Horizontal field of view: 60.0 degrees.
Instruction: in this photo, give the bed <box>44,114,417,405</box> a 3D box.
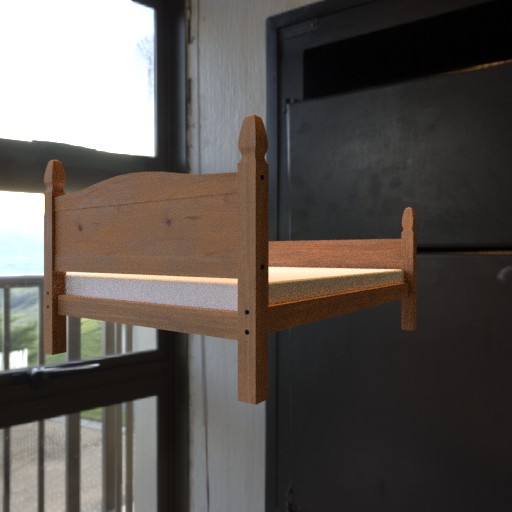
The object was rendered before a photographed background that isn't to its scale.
[{"bbox_3d":[0.000,0.000,2.922,1.490,1.100,2.069,0,0,36],"label":"bed"}]
